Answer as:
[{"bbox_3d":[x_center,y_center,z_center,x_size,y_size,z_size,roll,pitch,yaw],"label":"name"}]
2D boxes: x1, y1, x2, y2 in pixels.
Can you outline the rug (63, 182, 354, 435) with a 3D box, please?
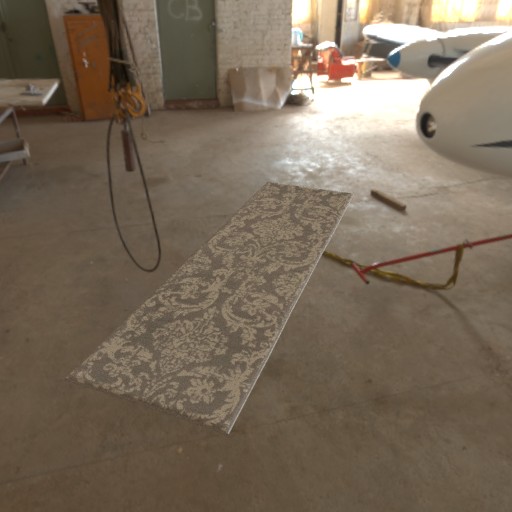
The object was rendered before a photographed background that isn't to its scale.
[{"bbox_3d":[0.000,0.000,2.400,0.662,0.011,2.196,11,32,18],"label":"rug"}]
